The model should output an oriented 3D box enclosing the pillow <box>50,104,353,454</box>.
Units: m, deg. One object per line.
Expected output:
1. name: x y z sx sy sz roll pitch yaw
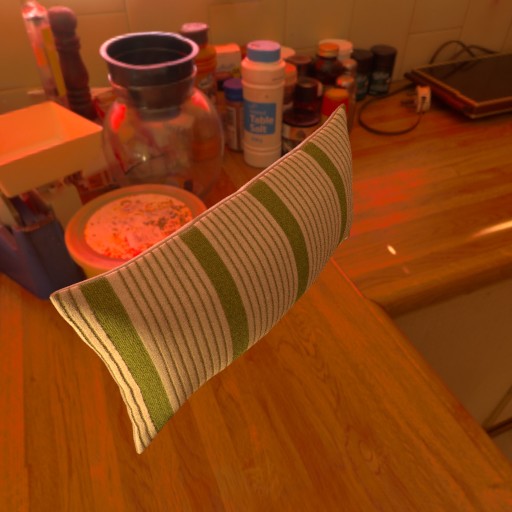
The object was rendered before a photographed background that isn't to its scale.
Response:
1. pillow: 0.000 0.000 0.713 0.156 0.292 0.608 27 49 27
